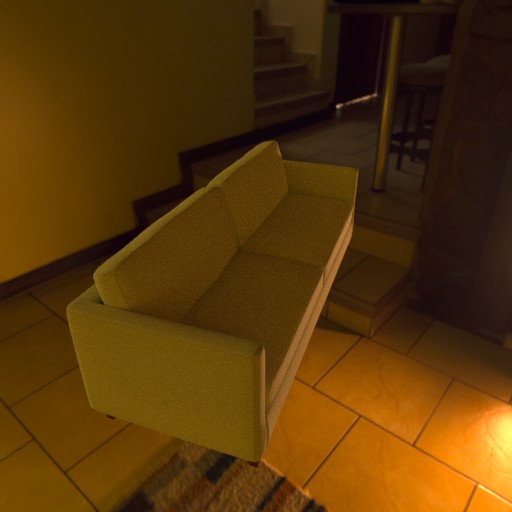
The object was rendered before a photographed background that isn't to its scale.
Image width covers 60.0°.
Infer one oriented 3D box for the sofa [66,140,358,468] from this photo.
[{"bbox_3d":[0.000,0.000,2.929,0.948,0.965,2.434,10,31,18],"label":"sofa"}]
